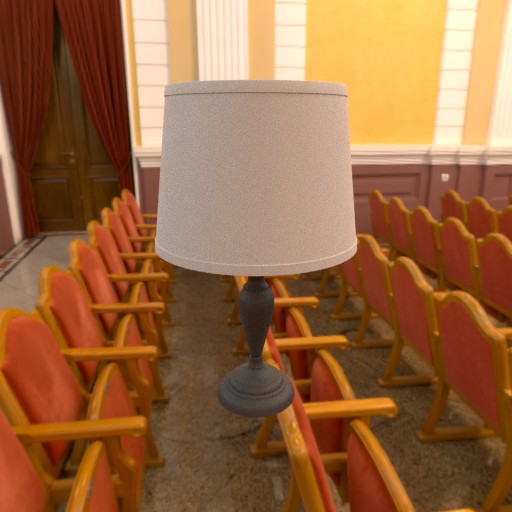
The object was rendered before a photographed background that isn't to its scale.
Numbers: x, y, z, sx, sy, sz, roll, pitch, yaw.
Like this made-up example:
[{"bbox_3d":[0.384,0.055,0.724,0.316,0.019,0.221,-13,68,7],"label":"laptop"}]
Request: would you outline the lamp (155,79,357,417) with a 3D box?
[{"bbox_3d":[0.000,0.000,0.701,0.310,0.501,0.310,0,17,0],"label":"lamp"}]
